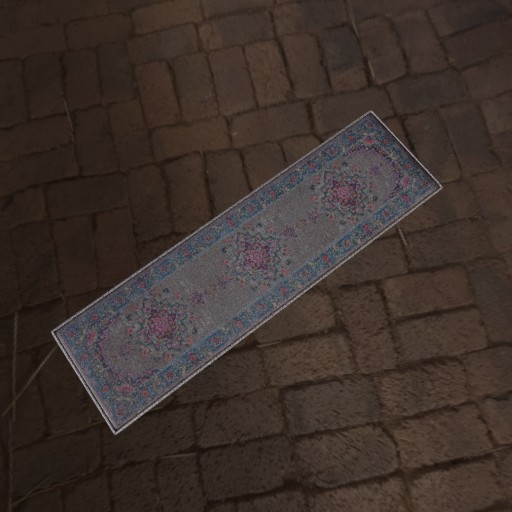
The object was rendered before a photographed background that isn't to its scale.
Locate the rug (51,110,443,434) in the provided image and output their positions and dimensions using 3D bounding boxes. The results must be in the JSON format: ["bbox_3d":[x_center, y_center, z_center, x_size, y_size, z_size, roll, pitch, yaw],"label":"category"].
[{"bbox_3d":[0.000,0.000,2.519,2.297,0.019,0.659,-36,78,-9],"label":"rug"}]
